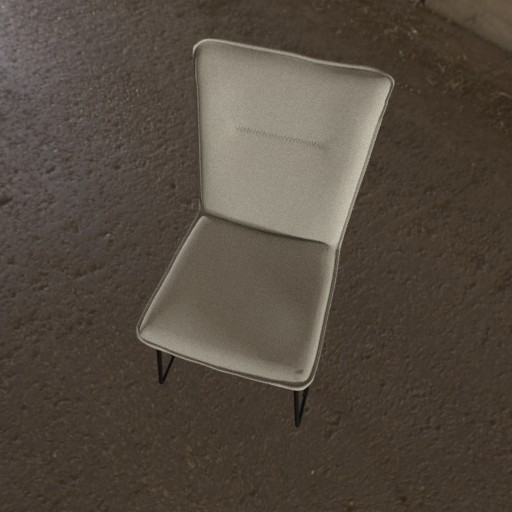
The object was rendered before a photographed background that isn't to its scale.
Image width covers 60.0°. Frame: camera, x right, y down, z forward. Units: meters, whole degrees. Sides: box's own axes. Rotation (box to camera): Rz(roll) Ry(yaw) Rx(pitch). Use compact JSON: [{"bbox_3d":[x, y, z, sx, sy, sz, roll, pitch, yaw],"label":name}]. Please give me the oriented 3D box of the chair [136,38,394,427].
[{"bbox_3d":[0.000,0.000,1.321,0.515,0.930,0.688,14,59,9],"label":"chair"}]
